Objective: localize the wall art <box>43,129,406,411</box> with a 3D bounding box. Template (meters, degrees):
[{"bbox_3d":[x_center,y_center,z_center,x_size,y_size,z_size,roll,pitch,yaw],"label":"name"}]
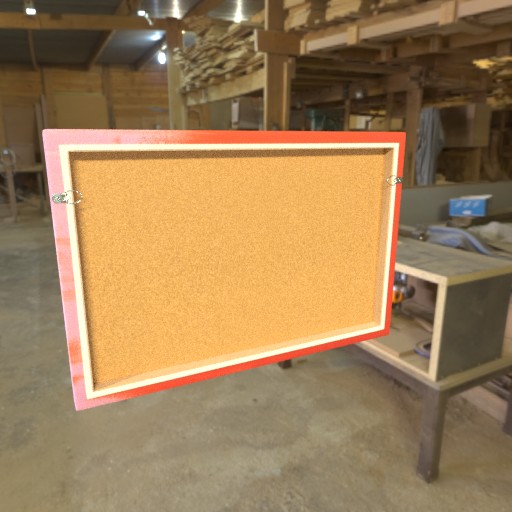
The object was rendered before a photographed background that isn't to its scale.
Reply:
[{"bbox_3d":[0.000,0.000,1.122,0.913,0.609,0.040,-7,16,-25],"label":"wall art"}]
